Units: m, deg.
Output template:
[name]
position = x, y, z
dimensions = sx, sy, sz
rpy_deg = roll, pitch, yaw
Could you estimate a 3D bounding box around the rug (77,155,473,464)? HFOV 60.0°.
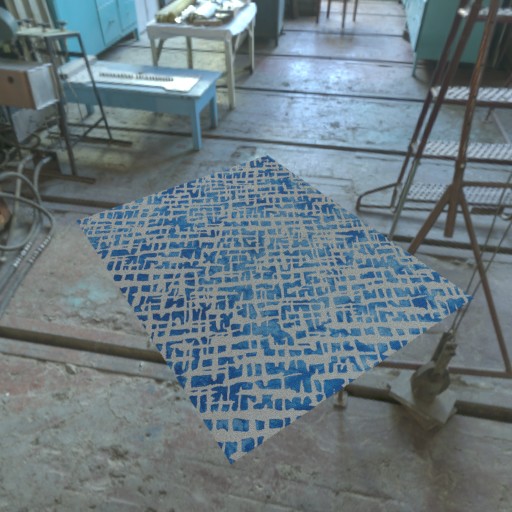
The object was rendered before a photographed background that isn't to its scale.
[rug]
position = 0.000, 0.000, 4.162
dimensions = 2.435, 0.007, 3.007
rpy_deg = -24, 47, -25
